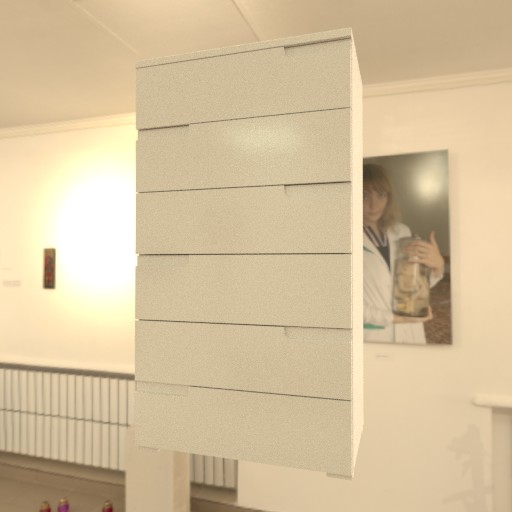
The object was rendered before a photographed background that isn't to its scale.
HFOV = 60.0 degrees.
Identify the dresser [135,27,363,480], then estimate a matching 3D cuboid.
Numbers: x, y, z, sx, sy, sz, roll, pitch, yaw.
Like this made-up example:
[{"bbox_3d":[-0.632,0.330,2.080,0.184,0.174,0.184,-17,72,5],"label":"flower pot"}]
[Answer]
[{"bbox_3d":[0.000,0.000,1.442,0.650,1.190,0.400,0,-1,18],"label":"dresser"}]
